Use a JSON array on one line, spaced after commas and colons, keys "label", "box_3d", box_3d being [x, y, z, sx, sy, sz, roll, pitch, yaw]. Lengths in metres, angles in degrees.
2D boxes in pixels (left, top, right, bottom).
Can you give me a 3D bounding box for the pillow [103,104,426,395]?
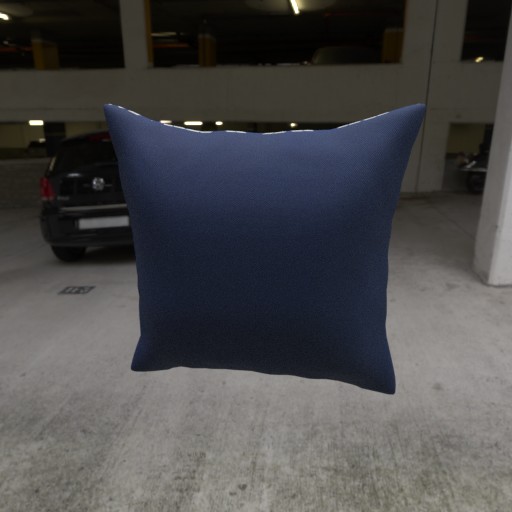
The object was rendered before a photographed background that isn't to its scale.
[{"label": "pillow", "box_3d": [0.000, 0.000, 0.758, 0.504, 0.494, 0.188, 3, 17, 9]}]
